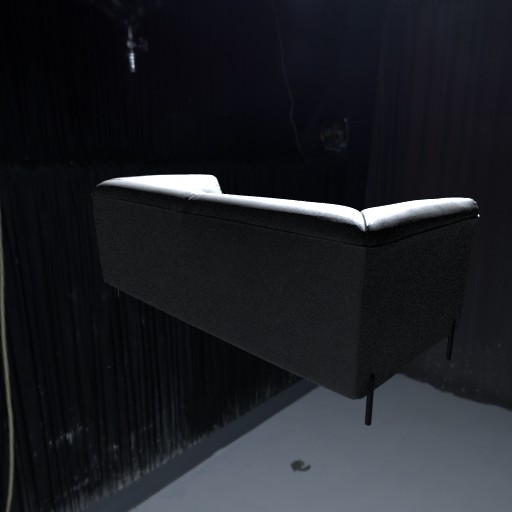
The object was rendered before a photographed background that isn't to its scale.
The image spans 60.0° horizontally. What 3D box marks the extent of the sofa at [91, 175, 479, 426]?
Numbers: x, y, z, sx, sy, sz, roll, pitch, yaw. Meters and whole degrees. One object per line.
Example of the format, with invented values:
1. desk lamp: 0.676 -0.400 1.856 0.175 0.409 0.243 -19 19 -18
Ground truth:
1. sofa: 0.000 0.000 2.319 0.905 0.747 1.878 -14 20 -43
